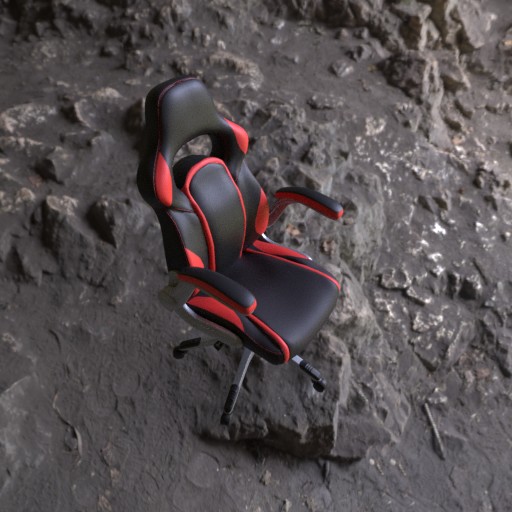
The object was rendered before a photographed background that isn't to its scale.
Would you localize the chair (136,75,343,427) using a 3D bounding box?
[{"bbox_3d":[0.000,0.000,1.642,0.712,1.165,0.758,24,47,25],"label":"chair"}]
